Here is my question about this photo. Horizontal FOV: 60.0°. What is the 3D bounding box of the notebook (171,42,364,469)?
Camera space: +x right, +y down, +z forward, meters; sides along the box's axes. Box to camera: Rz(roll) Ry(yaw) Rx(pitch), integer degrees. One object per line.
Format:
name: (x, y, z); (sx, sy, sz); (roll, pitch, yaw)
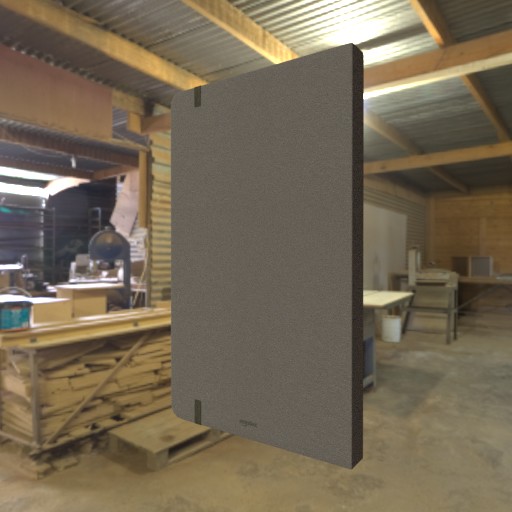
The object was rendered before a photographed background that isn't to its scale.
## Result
notebook: (0.000, 0.000, 0.262); (0.127, 0.213, 0.016); (0, 1, 35)
